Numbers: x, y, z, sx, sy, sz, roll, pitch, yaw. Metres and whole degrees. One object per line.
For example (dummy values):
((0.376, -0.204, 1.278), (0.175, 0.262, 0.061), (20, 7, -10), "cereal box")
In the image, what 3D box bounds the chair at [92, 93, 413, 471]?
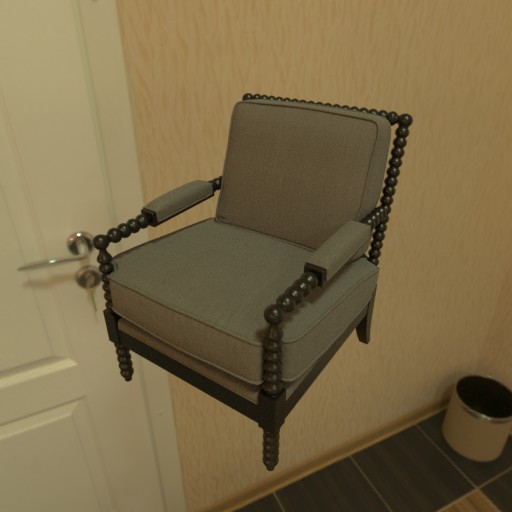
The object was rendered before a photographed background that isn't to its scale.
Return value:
((0.000, 0.000, 1.120), (0.540, 0.661, 0.622), (19, 35, 29), "chair")
